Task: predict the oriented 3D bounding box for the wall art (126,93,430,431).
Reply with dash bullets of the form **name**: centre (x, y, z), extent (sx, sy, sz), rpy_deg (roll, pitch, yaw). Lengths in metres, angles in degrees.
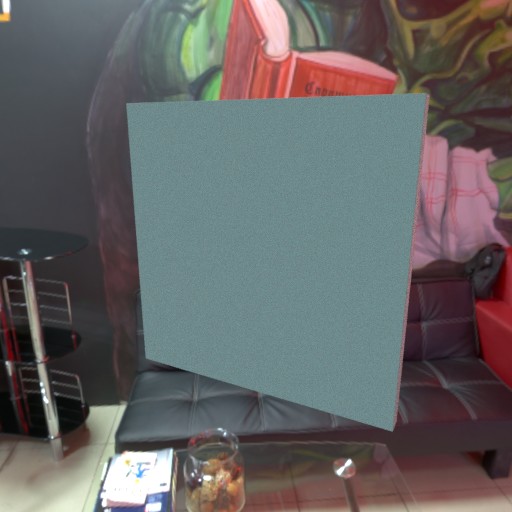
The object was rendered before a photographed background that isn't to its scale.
- **wall art**: centre (0.000, 0.000, 0.904), extent (0.603, 0.603, 0.036), rpy_deg (8, 18, 26)
